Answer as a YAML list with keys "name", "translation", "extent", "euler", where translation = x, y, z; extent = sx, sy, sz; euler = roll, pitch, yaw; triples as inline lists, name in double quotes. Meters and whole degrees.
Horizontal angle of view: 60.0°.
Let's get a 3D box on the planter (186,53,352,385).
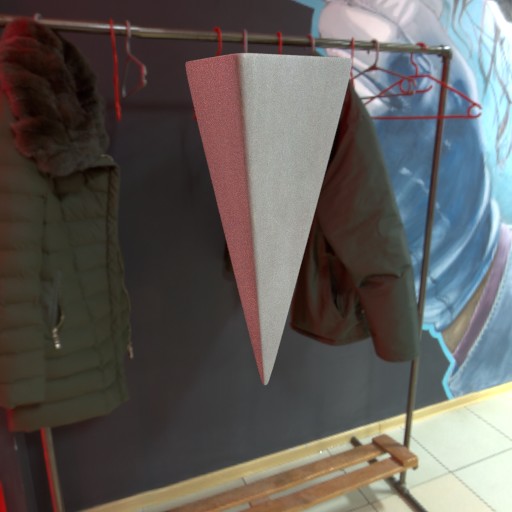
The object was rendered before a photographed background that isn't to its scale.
- name: "planter"
  translation: [0.000, 0.000, 0.153]
  extent: [0.058, 0.130, 0.047]
  euler: [3, 17, 9]
